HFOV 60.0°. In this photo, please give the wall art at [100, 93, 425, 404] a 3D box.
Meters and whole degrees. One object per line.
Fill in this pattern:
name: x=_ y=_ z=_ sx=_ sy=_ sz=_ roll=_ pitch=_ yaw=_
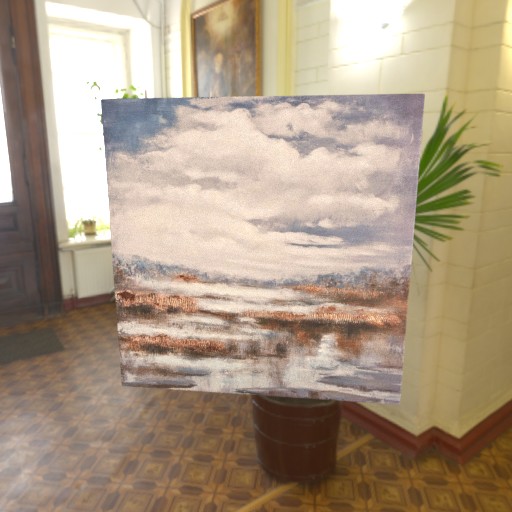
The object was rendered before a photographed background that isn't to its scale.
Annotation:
wall art: x=0.000 y=0.000 z=1.500 sx=1.010 sy=1.020 sz=0.040 roll=2 pitch=13 yaw=7
